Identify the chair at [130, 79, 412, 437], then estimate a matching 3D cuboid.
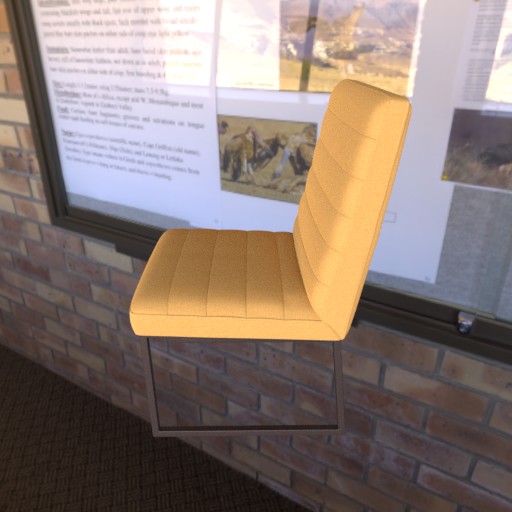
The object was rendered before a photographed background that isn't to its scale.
[{"bbox_3d":[0.000,0.000,1.285,0.634,0.930,0.520,0,26,-1],"label":"chair"}]
